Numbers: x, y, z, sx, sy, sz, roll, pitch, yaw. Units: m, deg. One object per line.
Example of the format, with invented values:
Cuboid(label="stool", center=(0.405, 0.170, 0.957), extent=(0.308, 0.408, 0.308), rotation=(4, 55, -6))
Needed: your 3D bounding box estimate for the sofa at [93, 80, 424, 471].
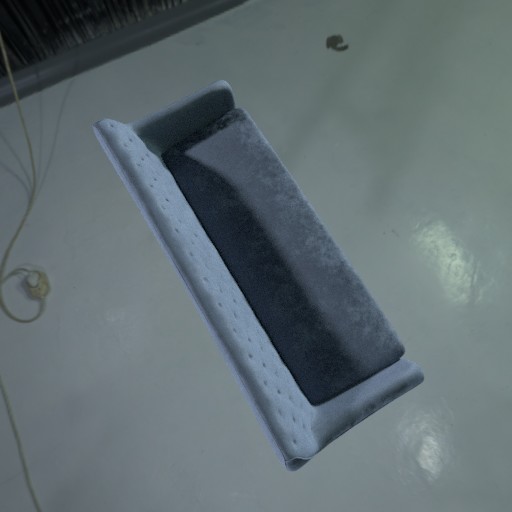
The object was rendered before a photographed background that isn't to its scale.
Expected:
Cuboid(label="sofa", center=(0.000, 0.000, 2.436), extent=(0.841, 0.832, 1.975), rotation=(-30, 77, -8))
